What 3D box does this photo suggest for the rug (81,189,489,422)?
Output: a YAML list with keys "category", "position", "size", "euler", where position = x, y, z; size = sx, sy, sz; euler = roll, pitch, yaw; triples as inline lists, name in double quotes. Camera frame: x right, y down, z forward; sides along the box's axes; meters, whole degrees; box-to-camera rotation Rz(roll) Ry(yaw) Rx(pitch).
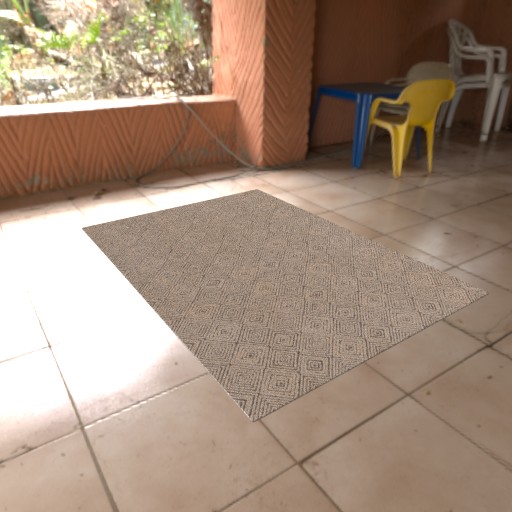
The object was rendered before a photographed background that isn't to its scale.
- category: "rug"
  position: [0.000, 0.000, 2.869]
  size: [1.593, 0.008, 2.238]
  euler: [-17, 31, -31]
